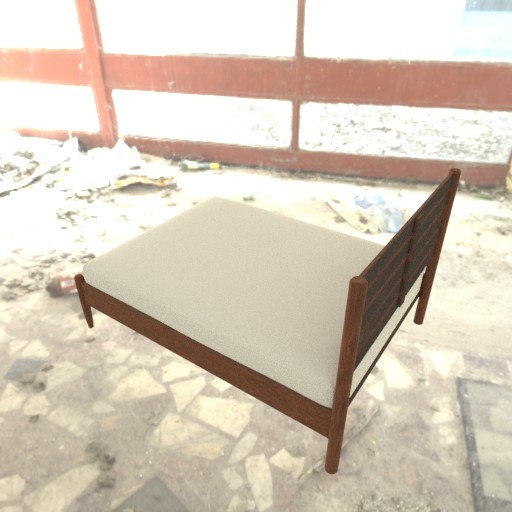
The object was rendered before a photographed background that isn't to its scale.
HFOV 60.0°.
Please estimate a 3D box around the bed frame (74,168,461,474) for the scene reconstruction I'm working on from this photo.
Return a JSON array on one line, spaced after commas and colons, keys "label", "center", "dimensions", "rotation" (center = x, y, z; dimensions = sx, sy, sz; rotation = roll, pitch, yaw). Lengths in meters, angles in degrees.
[{"label": "bed frame", "center": [0.000, 0.000, 3.287], "dimensions": [2.234, 1.321, 1.655], "rotation": [20, 37, 29]}]
